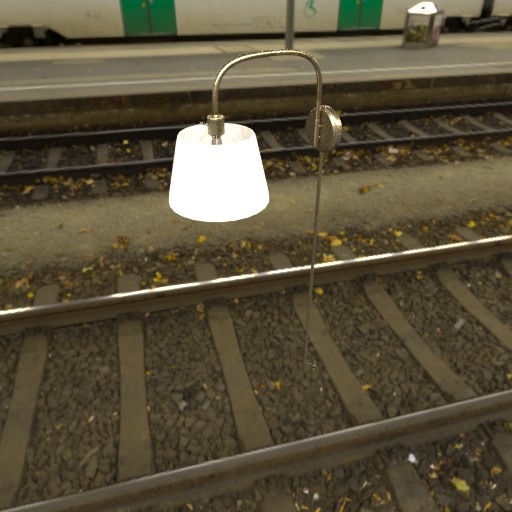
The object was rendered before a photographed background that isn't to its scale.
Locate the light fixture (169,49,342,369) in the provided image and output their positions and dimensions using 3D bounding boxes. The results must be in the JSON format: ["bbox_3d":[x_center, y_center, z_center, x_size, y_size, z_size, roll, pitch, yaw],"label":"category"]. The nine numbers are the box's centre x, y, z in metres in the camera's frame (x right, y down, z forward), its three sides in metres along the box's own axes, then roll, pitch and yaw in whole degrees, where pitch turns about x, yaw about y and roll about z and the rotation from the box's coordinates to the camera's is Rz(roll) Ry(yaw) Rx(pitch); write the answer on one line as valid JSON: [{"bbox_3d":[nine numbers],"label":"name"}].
[{"bbox_3d":[0.000,0.000,0.473,0.176,0.399,0.092,-21,38,-30],"label":"light fixture"}]
